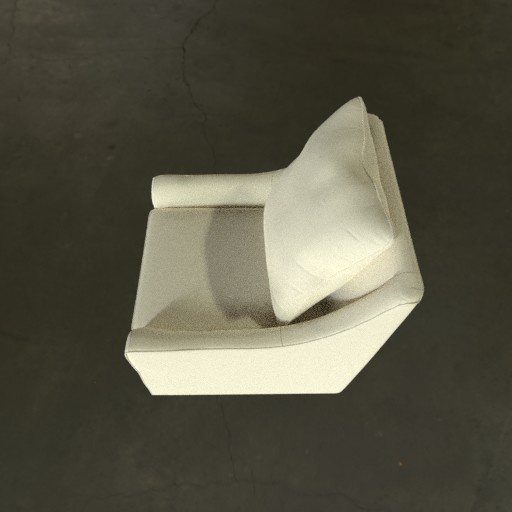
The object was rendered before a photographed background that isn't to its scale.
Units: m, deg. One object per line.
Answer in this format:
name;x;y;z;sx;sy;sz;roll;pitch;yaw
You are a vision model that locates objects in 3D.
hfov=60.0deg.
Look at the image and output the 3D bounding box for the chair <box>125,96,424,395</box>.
chair;0.000;0.000;1.620;0.876;0.965;0.756;-1;57;0
